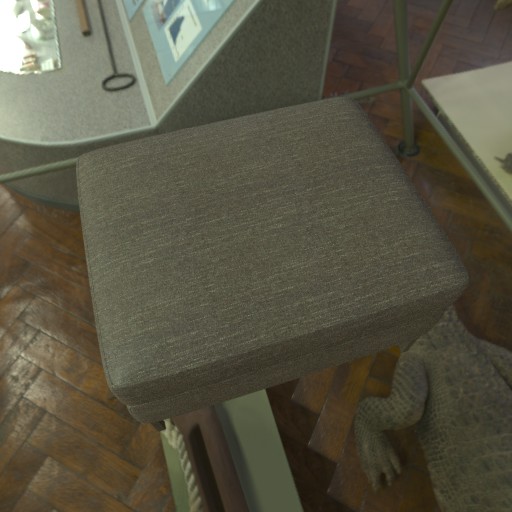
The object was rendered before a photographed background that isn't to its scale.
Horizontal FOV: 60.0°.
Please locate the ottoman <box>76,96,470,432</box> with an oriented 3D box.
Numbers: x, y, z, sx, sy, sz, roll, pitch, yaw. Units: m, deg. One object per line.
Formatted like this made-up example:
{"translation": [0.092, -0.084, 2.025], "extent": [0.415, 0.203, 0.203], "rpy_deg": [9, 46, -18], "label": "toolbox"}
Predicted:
{"translation": [0.000, 0.000, 1.221], "extent": [0.820, 0.490, 0.671], "rpy_deg": [-15, 59, -9], "label": "ottoman"}
